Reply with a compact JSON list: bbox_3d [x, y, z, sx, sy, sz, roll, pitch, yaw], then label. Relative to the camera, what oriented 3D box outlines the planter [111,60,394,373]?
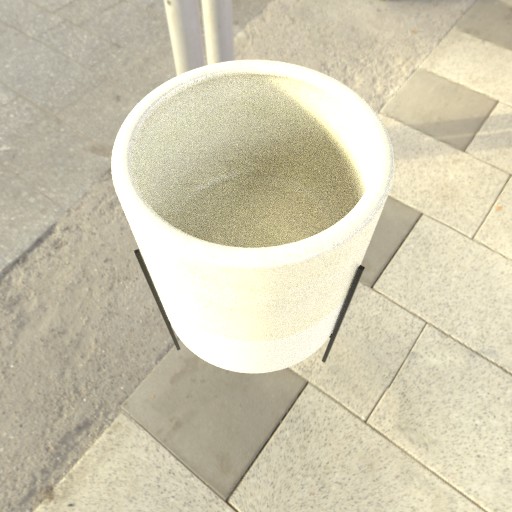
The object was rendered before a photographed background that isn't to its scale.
[{"bbox_3d":[0.000,0.000,0.713,0.333,0.483,0.324,31,63,17],"label":"planter"}]
